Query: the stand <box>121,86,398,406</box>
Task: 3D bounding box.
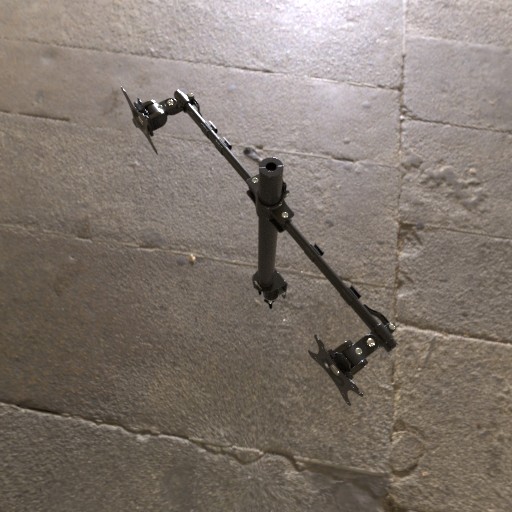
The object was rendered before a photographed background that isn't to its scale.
[{"bbox_3d":[0.000,0.000,1.008,0.150,0.603,0.743,-32,68,-15],"label":"stand"}]
